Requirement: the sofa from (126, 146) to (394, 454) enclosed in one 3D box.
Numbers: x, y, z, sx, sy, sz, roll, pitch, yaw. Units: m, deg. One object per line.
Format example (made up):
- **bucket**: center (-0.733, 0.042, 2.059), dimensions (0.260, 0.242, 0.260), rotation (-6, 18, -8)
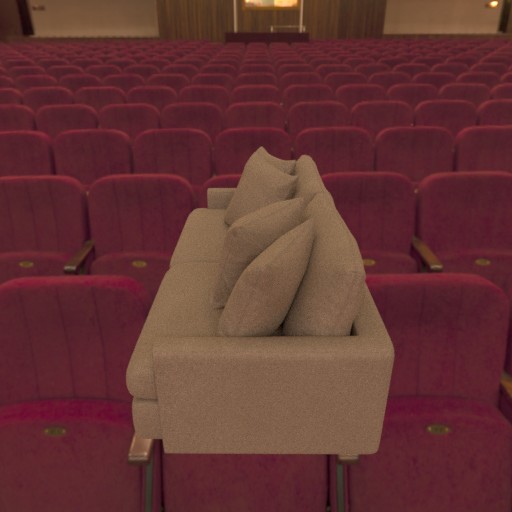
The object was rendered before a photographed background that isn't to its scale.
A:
- **sofa**: center (0.000, 0.000, 2.999), dimensions (1.228, 1.084, 2.380), rotation (0, 26, 0)
